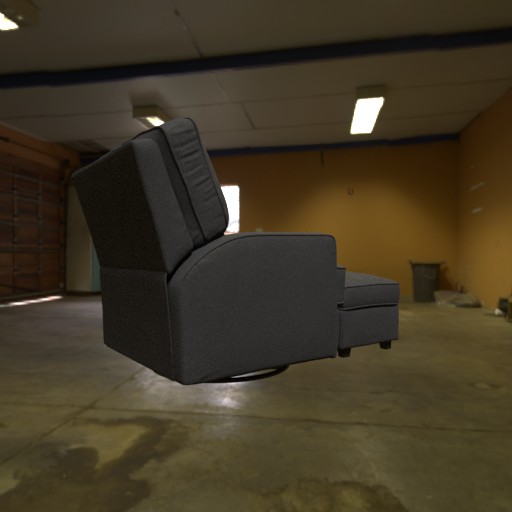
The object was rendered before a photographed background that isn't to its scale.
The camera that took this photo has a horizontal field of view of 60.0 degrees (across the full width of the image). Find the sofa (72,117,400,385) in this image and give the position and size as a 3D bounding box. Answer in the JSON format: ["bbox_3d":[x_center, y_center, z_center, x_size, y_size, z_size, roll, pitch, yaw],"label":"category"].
[{"bbox_3d":[0.000,0.000,2.080,1.472,0.959,0.861,0,0,-36],"label":"sofa"}]
